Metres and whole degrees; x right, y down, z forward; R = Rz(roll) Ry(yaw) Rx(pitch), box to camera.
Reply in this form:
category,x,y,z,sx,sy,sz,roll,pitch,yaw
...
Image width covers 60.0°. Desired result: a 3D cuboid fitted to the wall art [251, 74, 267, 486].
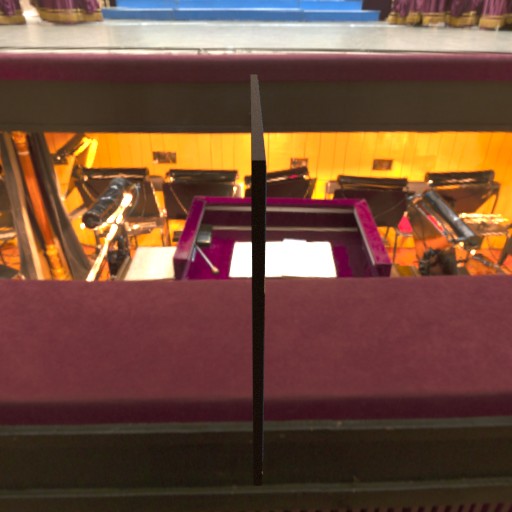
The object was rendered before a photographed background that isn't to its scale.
category,x,y,z,sx,sy,sz,roll,pitch,yaw
wall art,0.000,0.000,0.685,0.013,0.457,0.458,0,31,-1
